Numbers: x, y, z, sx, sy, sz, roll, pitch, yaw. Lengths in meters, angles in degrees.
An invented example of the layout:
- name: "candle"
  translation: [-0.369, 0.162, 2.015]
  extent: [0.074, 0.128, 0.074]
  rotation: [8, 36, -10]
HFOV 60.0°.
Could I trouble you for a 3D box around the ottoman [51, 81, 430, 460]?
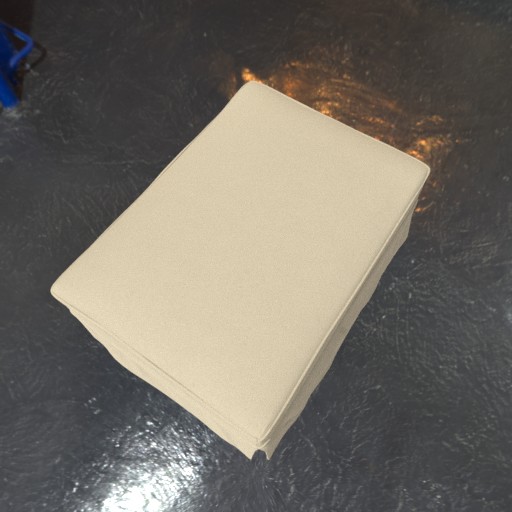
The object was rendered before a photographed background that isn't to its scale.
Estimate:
- name: "ottoman"
  translation: [0.000, 0.000, 1.363]
  extent: [0.721, 0.482, 0.959]
  rotation: [31, 68, 14]
